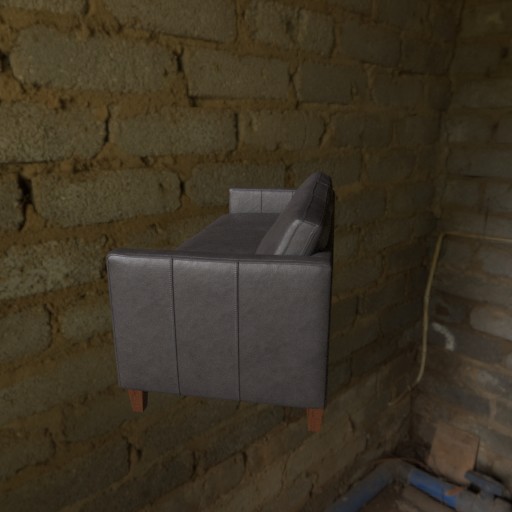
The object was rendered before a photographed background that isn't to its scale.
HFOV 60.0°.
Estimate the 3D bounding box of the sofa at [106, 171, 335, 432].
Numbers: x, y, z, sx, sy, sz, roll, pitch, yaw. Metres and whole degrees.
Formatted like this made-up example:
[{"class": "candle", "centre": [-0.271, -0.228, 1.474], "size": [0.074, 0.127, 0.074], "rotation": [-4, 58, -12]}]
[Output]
[{"class": "sofa", "centre": [0.000, 0.000, 3.069], "size": [1.045, 1.006, 2.464], "rotation": [3, 16, 10]}]
